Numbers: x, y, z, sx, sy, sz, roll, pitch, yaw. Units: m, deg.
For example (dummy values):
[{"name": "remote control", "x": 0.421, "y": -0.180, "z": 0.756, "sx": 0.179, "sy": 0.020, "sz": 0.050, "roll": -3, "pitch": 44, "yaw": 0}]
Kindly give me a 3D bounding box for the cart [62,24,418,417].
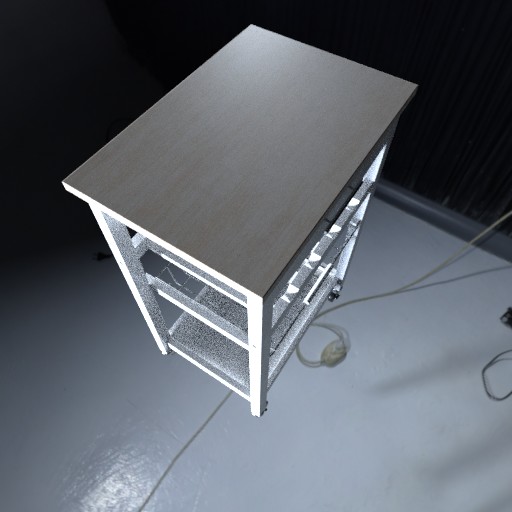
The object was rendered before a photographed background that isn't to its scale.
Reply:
[{"name": "cart", "x": 0.000, "y": 0.000, "z": 1.179, "sx": 0.406, "sy": 0.857, "sz": 0.578, "roll": 29, "pitch": 61, "yaw": 17}]
